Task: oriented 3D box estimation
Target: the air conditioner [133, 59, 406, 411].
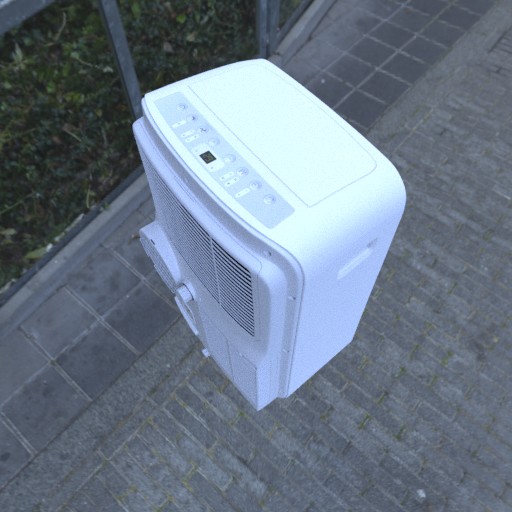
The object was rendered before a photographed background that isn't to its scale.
[{"bbox_3d":[0.000,0.000,0.955,0.365,0.700,0.454,-32,64,-18],"label":"air conditioner"}]
